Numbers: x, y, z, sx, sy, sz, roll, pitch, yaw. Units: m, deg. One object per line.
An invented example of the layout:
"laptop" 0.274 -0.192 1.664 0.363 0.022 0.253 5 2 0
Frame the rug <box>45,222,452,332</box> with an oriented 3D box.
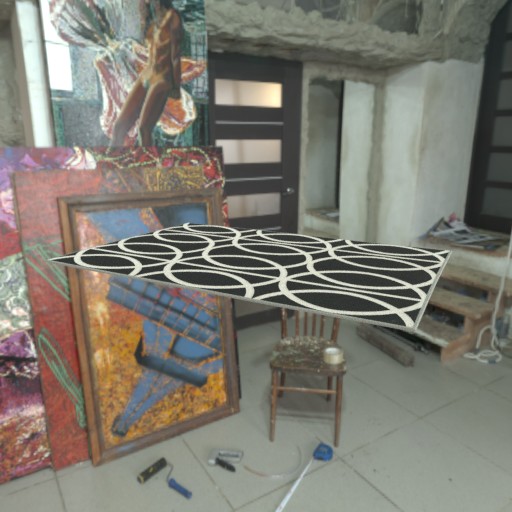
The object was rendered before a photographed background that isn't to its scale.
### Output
"rug" 0.000 0.000 2.971 2.290 0.014 1.526 8 17 27
